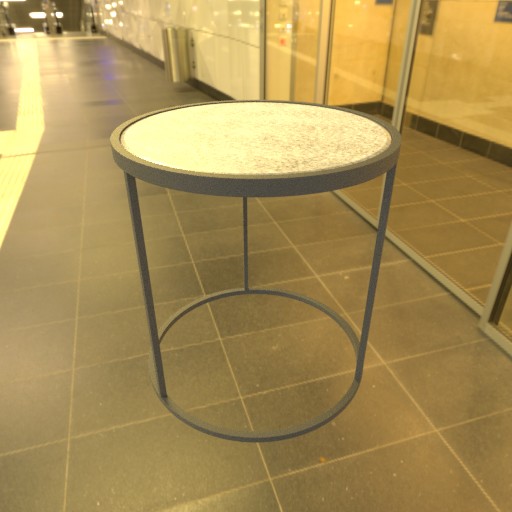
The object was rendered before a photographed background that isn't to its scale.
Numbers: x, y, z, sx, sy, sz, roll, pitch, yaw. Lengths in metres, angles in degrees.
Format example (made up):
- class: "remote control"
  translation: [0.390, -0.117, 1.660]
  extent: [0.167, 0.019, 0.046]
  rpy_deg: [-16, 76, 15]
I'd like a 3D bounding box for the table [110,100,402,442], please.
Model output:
- class: "table"
  translation: [0.000, 0.000, 0.869]
  extent: [0.470, 0.498, 0.470]
  rpy_deg: [0, 31, 0]
